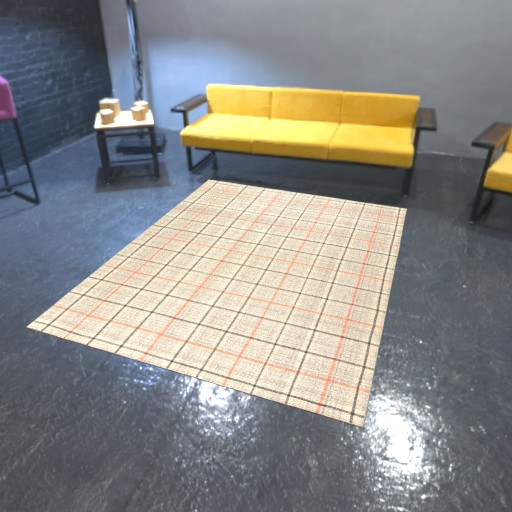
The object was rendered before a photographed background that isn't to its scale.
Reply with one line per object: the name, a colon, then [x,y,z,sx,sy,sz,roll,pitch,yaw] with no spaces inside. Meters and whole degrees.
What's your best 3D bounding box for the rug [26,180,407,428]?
rug: [0.000,0.000,4.084,2.444,0.012,3.048,11,33,17]
